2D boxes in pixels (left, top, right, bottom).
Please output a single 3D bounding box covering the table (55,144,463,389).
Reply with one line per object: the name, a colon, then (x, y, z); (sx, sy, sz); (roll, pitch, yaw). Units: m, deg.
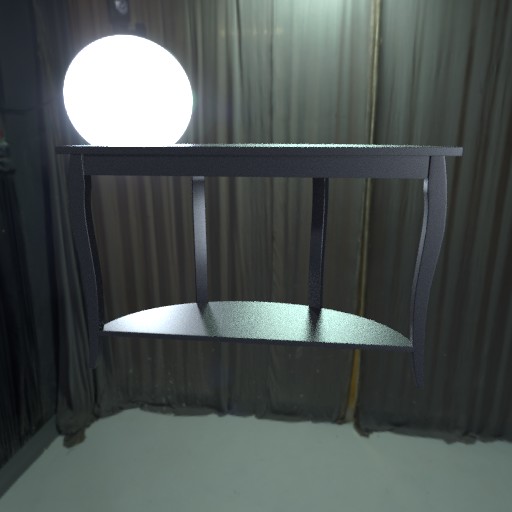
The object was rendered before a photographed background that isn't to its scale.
table: (0.000, 0.000, 1.607); (1.219, 0.780, 0.394); (2, 15, 6)
